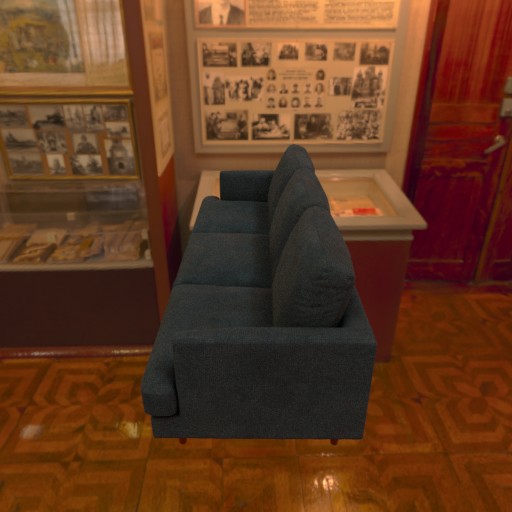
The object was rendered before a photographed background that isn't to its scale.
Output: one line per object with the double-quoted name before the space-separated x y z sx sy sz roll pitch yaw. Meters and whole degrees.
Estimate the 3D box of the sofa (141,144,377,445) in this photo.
"sofa" 0.000 0.000 2.681 0.903 0.930 2.246 0 27 0
